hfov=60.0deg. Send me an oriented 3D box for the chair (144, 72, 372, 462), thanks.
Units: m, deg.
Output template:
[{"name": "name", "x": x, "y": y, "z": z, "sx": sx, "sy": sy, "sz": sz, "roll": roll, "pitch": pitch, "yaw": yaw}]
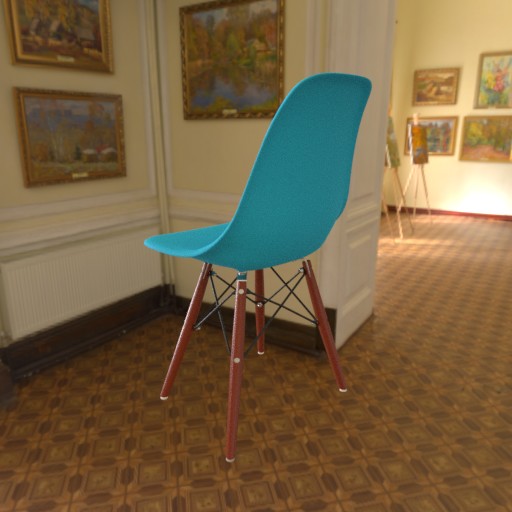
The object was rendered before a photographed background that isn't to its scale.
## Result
[{"name": "chair", "x": 0.000, "y": 0.000, "z": 1.138, "sx": 0.470, "sy": 0.826, "sz": 0.533, "roll": -15, "pitch": 21, "yaw": -42}]
